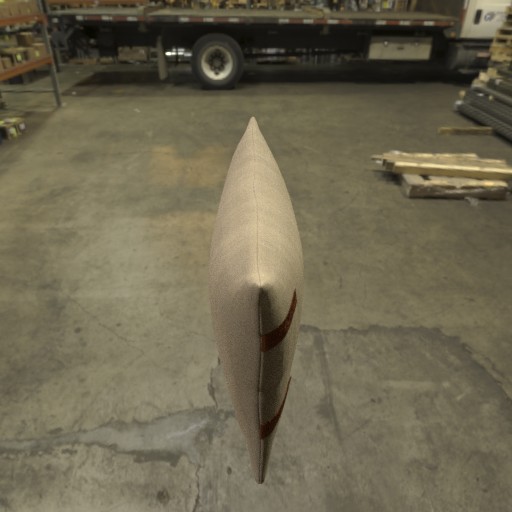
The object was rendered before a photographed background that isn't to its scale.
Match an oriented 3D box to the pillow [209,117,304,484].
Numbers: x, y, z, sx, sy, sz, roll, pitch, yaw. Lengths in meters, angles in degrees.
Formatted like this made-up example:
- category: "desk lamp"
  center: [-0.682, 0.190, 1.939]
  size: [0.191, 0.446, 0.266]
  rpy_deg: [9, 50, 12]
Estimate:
- category: "pillow"
  center: [0.000, 0.000, 0.743]
  size: [0.148, 0.308, 0.612]
  rpy_deg: [-1, 32, -1]
